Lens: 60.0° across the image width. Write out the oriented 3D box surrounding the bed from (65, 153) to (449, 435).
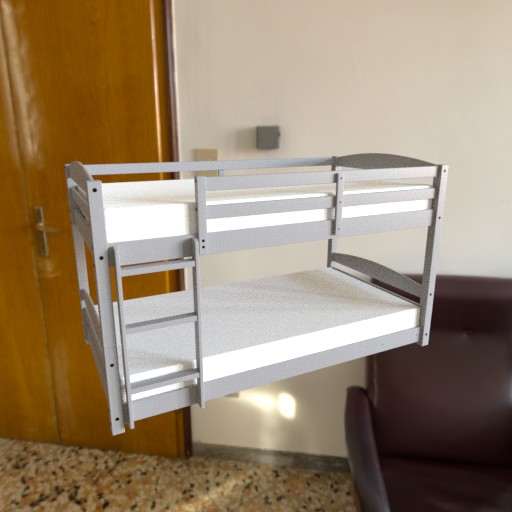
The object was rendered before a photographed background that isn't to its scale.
[{"bbox_3d":[0.000,0.000,2.766,2.013,1.206,1.105,-8,18,-26],"label":"bed"}]
